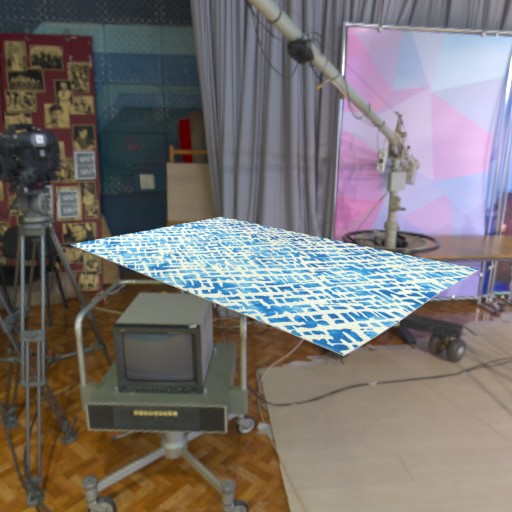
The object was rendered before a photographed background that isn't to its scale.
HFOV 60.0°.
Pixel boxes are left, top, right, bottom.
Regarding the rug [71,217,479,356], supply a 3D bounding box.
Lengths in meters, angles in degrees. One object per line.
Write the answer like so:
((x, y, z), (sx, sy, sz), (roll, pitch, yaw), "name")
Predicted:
((0.000, 0.000, 3.060), (2.447, 0.011, 1.520), (15, 22, 42), "rug")
